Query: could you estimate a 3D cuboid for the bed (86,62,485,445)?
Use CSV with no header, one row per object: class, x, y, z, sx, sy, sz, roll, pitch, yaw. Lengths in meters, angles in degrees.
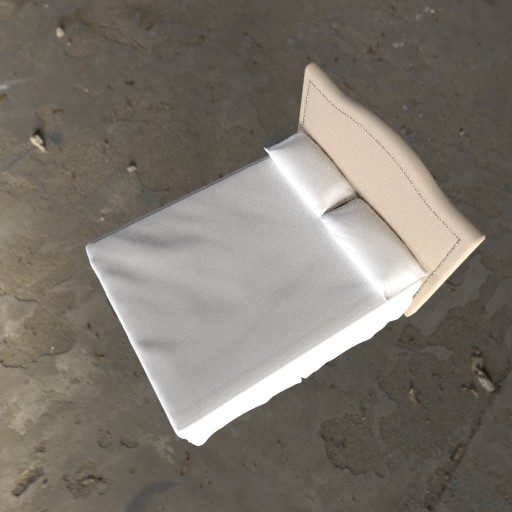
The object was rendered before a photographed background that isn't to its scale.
bed,0.000,0.000,3.241,2.143,1.460,1.753,-29,66,-14
